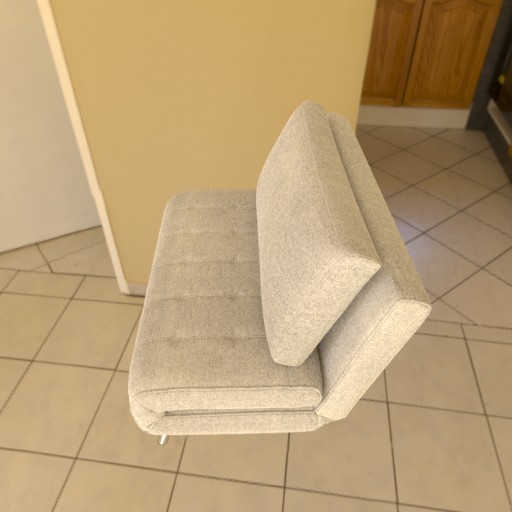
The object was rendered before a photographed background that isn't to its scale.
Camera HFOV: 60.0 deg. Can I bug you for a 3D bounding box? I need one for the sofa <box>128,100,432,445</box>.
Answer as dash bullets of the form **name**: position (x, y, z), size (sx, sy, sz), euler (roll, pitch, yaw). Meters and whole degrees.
- **sofa**: position (0.000, 0.000, 1.834), size (0.910, 0.910, 1.220), euler (-1, 41, -1)
